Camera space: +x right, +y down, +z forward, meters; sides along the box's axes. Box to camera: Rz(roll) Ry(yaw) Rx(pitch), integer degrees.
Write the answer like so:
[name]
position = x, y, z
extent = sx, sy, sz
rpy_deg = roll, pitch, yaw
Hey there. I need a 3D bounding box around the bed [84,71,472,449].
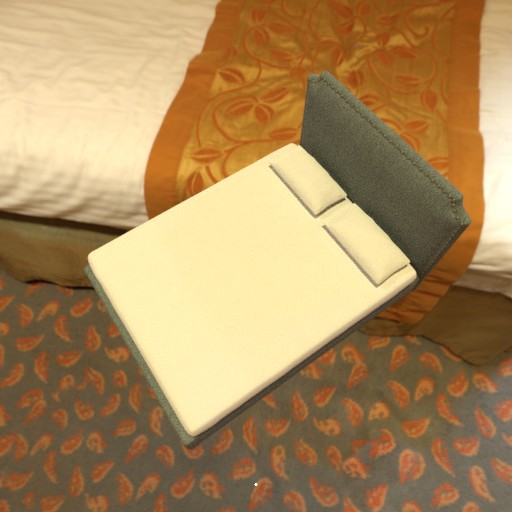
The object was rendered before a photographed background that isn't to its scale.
[bed]
position = 0.000, 0.000, 3.470
extent = 2.372, 1.443, 1.712
rpy_deg = -32, 67, -15
